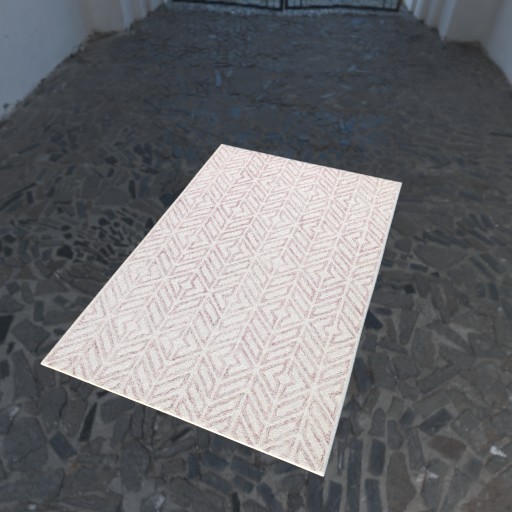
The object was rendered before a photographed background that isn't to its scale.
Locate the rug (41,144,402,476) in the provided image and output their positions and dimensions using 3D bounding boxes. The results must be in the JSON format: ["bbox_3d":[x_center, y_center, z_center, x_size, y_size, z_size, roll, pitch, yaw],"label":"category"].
[{"bbox_3d":[0.000,0.000,2.292,1.220,0.007,1.828,16,48,15],"label":"rug"}]
